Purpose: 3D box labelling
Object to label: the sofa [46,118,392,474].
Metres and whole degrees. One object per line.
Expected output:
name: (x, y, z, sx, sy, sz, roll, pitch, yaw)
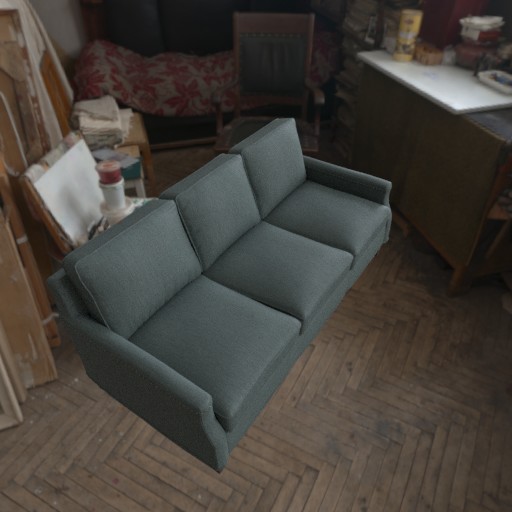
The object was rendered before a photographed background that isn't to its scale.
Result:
sofa: (0.000, 0.000, 2.861, 1.084, 1.003, 2.246, 24, 46, 25)
